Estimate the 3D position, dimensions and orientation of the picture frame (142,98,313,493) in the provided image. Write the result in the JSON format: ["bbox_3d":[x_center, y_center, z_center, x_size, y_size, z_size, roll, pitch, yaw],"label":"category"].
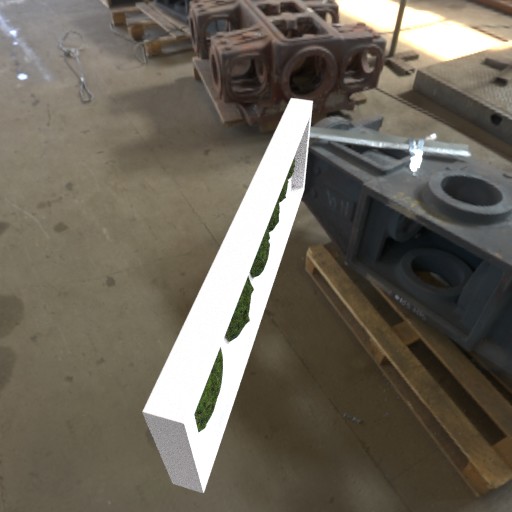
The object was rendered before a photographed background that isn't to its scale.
[{"bbox_3d":[0.000,0.000,0.830,0.050,0.250,0.759,11,47,11],"label":"picture frame"}]
